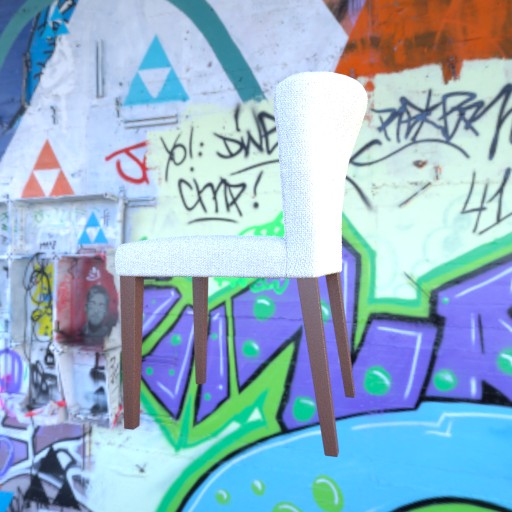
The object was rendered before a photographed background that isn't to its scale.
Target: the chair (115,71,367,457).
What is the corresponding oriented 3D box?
[{"bbox_3d":[0.000,0.000,1.204,0.589,0.839,0.491,0,-1,17],"label":"chair"}]
